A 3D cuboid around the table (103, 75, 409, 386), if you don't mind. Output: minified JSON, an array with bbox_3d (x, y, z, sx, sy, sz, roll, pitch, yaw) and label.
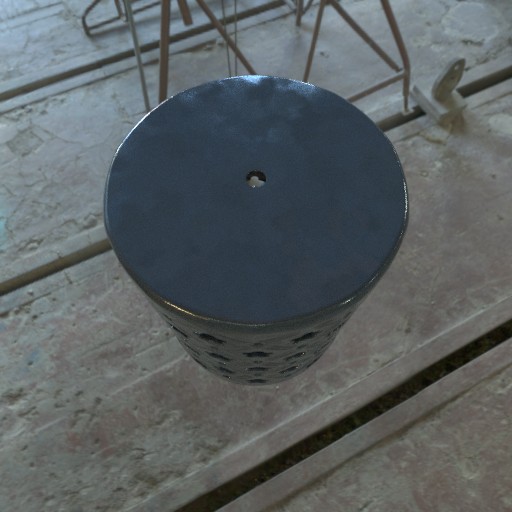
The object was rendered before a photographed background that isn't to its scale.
[{"bbox_3d":[0.000,0.000,0.673,0.352,0.387,0.352,0,63,0],"label":"table"}]
